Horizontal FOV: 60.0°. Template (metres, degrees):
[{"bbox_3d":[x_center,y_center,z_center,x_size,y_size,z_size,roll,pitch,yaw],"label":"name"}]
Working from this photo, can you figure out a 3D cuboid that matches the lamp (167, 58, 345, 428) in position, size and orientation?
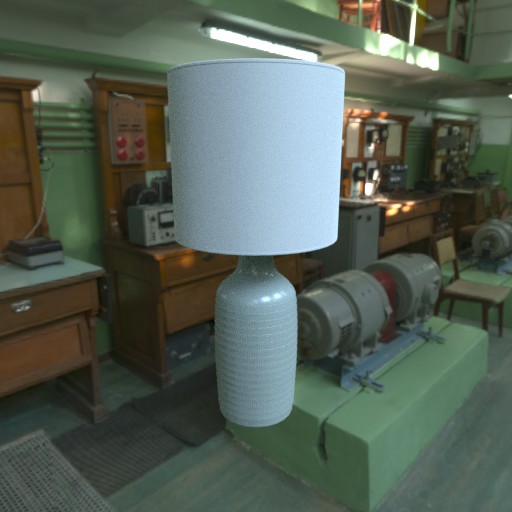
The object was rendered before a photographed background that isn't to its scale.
[{"bbox_3d":[0.000,0.000,0.619,0.220,0.475,0.220,13,19,40],"label":"lamp"}]
